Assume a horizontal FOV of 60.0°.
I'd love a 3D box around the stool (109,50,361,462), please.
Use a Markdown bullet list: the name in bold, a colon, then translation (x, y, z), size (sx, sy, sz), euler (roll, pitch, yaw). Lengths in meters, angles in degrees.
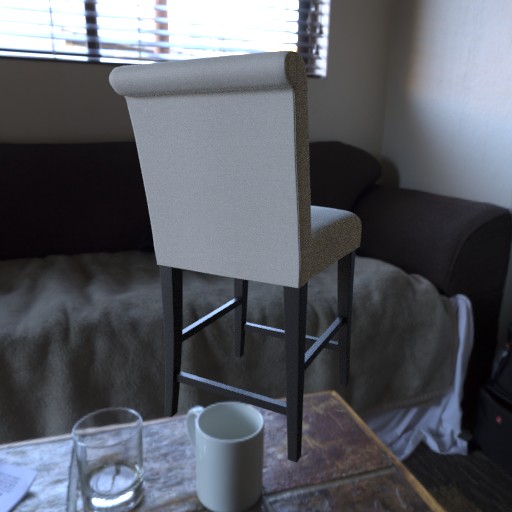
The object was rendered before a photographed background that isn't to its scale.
- **stool**: translation (0.000, 0.000, 1.272), size (0.452, 0.976, 0.597), euler (8, 17, 27)
